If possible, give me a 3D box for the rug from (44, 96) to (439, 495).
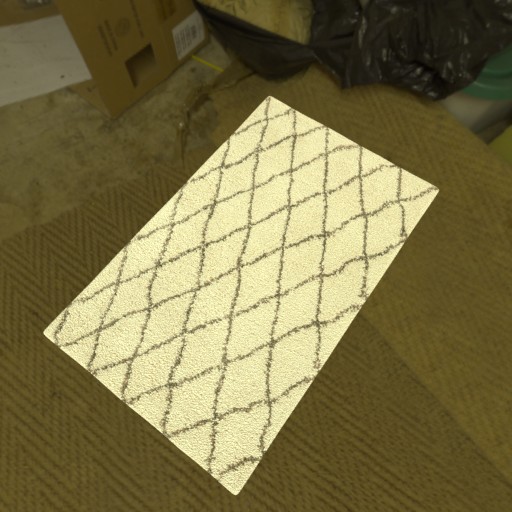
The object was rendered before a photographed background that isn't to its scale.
[{"bbox_3d":[0.000,0.000,2.996,1.524,0.030,2.438,34,69,14],"label":"rug"}]
